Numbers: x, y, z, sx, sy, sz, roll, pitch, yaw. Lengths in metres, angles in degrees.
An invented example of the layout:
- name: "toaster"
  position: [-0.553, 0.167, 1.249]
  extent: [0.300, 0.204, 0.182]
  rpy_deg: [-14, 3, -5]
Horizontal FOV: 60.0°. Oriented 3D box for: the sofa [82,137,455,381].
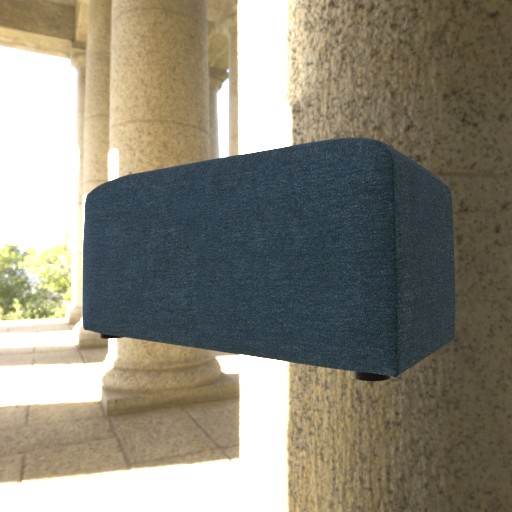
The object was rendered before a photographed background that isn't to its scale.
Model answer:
- name: "sofa"
  position: [0.000, 0.000, 1.214]
  extent: [0.930, 0.470, 0.480]
  rpy_deg: [-1, -1, 35]
